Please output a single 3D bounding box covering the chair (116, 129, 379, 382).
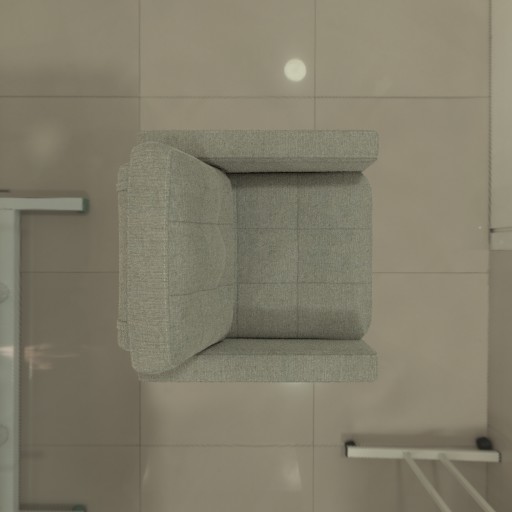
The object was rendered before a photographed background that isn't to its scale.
[{"bbox_3d":[0.000,0.000,1.554,0.843,0.880,0.821,0,91,0],"label":"chair"}]
